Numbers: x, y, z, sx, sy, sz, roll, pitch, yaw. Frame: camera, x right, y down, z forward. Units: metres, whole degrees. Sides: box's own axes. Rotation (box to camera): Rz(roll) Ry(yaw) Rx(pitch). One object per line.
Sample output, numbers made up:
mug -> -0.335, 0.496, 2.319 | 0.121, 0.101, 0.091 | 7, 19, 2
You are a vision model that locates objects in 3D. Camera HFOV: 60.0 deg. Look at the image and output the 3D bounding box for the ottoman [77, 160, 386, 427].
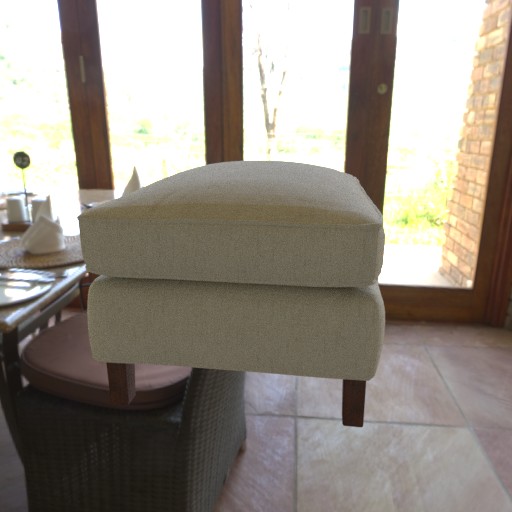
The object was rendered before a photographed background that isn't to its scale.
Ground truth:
ottoman -> 0.000, 0.000, 0.977 | 0.501, 0.406, 0.665 | 2, 16, 8
